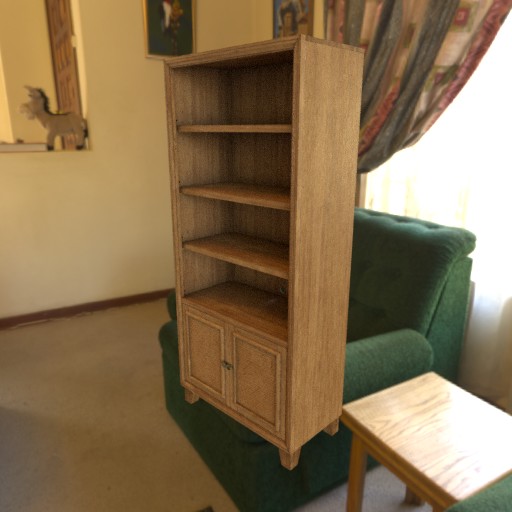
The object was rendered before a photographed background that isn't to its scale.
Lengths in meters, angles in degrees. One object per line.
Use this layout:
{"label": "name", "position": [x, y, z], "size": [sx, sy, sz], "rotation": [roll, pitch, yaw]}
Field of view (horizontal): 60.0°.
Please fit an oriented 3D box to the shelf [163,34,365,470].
{"label": "shelf", "position": [0.000, 0.000, 2.304], "size": [0.864, 1.930, 0.453], "rotation": [15, 22, 42]}
